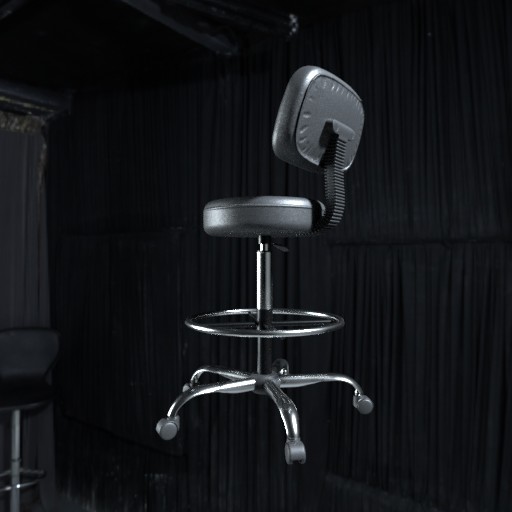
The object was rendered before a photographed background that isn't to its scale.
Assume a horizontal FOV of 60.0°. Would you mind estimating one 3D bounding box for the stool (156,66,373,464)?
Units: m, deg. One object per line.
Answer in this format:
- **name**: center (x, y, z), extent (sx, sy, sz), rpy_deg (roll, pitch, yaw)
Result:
- **stool**: center (0.000, 0.000, 1.503), extent (0.658, 1.069, 0.694), rpy_deg (0, 0, 36)
